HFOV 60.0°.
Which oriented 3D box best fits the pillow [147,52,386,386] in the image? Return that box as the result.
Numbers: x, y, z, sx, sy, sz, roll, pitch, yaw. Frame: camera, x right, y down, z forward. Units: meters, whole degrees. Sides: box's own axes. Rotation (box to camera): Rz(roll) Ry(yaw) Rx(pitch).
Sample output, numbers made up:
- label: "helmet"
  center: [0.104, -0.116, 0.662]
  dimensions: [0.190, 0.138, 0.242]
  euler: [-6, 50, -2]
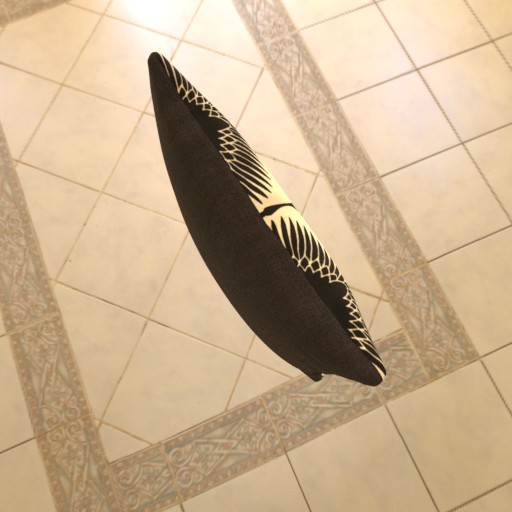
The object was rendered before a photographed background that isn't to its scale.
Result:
- label: "pillow"
  center: [0.000, 0.000, 0.658]
  dimensions: [0.139, 0.432, 0.432]
  euler: [-32, 77, -8]
